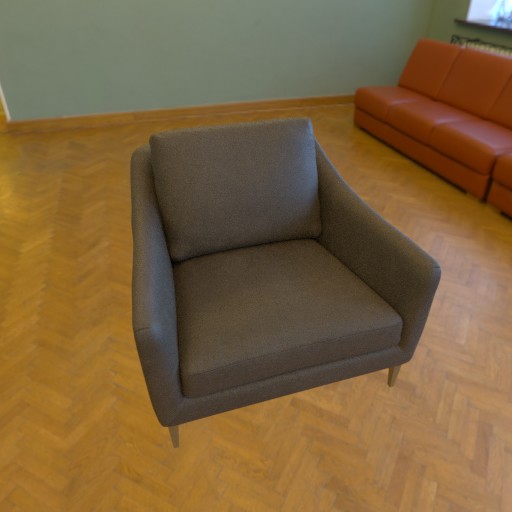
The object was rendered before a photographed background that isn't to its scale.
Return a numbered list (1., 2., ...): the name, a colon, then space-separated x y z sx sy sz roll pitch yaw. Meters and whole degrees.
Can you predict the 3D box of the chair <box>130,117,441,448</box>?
1. chair: 0.000 0.000 1.752 0.988 0.901 0.961 -10 35 -15
